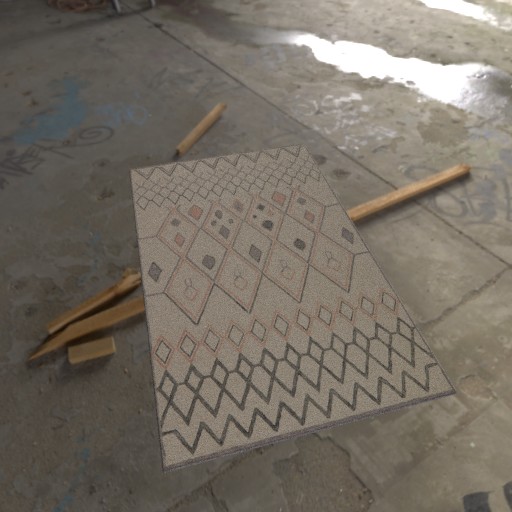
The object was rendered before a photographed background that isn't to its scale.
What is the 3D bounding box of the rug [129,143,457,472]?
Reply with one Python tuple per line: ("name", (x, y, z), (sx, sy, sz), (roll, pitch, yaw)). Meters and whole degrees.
("rug", (0.000, 0.000, 2.979), (1.524, 0.015, 2.438), (-11, 47, -10))
